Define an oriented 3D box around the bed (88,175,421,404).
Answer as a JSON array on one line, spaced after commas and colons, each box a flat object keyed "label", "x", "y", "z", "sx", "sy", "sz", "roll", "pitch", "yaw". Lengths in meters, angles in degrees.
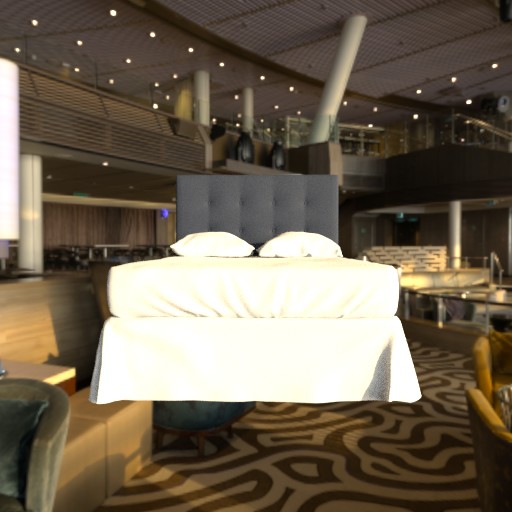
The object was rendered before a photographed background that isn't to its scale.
[{"label": "bed", "x": 0.000, "y": 0.000, "z": 3.462, "sx": 1.936, "sy": 1.577, "sz": 2.222, "roll": 0, "pitch": 1, "yaw": 1}]
